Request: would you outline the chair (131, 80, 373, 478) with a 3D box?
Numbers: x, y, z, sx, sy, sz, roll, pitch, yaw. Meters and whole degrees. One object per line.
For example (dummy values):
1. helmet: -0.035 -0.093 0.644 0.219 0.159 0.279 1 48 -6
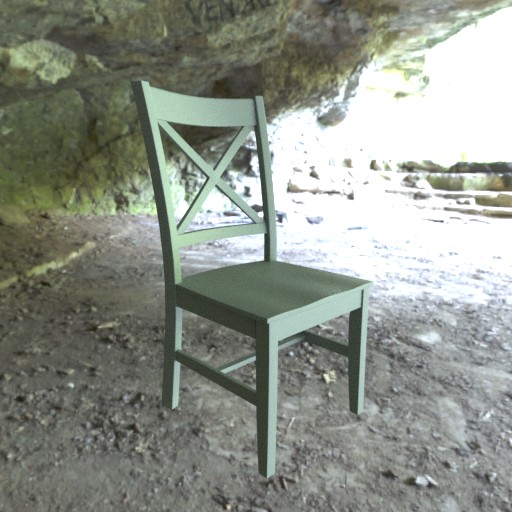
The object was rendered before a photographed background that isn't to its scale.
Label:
1. chair: 0.000 0.000 1.321 0.485 0.983 0.542 -12 17 -43
